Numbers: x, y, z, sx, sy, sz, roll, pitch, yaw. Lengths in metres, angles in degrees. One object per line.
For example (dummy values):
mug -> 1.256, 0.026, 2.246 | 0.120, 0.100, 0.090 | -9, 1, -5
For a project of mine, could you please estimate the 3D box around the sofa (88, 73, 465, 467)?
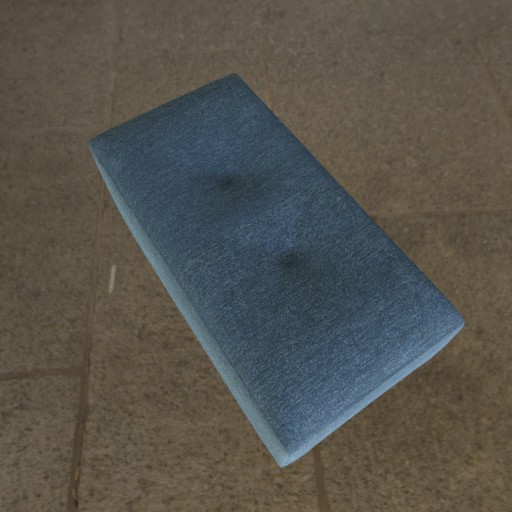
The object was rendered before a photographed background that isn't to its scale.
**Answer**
sofa -> 0.000, 0.000, 1.195 | 0.480, 0.470, 0.930 | -31, 67, -15
